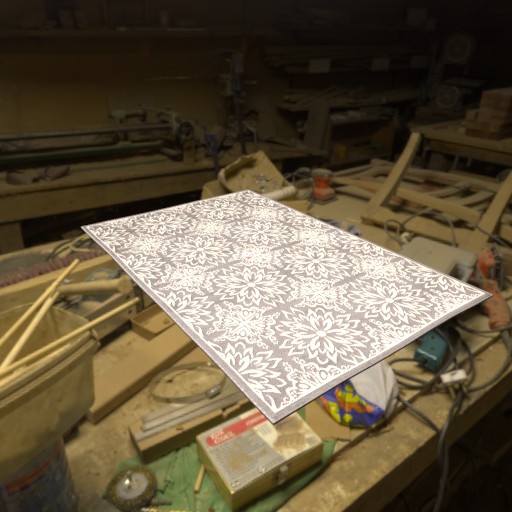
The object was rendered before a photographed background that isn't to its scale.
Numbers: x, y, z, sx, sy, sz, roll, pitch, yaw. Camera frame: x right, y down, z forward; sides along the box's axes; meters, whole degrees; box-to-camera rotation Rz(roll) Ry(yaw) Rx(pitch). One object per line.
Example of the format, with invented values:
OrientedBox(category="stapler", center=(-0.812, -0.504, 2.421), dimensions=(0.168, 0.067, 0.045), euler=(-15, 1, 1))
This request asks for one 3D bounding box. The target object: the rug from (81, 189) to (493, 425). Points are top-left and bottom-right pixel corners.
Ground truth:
OrientedBox(category="rug", center=(0.000, 0.000, 2.279), dimensions=(1.224, 0.012, 1.847), euler=(-18, 31, -32))
